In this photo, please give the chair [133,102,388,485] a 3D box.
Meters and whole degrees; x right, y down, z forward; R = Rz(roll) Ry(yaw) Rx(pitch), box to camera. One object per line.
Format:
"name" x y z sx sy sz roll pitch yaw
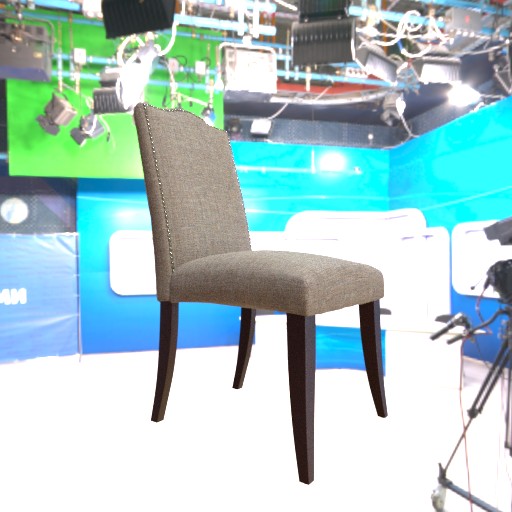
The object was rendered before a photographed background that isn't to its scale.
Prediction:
"chair" 0.000 0.000 1.379 0.660 1.016 0.513 0 1 36
